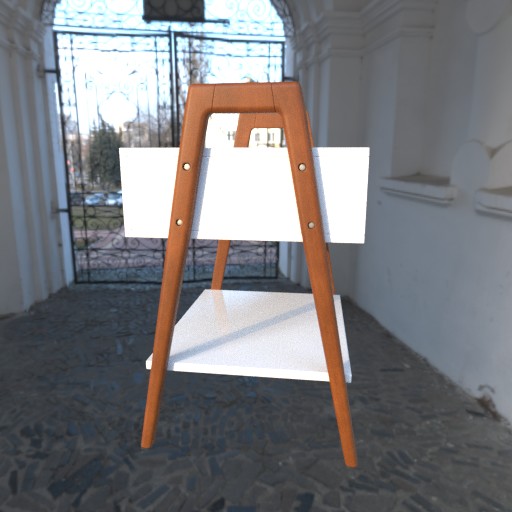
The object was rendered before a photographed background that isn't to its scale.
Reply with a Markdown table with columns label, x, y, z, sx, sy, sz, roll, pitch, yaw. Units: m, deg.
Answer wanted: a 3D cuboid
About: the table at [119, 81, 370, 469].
| label | x | y | z | sx | sy | sz | roll | pitch | yaw |
| --- | --- | --- | --- | --- | --- | --- | --- | --- | --- |
| table | 0.000 | 0.000 | 0.913 | 0.405 | 0.610 | 0.457 | 2 | 13 | 8 |
